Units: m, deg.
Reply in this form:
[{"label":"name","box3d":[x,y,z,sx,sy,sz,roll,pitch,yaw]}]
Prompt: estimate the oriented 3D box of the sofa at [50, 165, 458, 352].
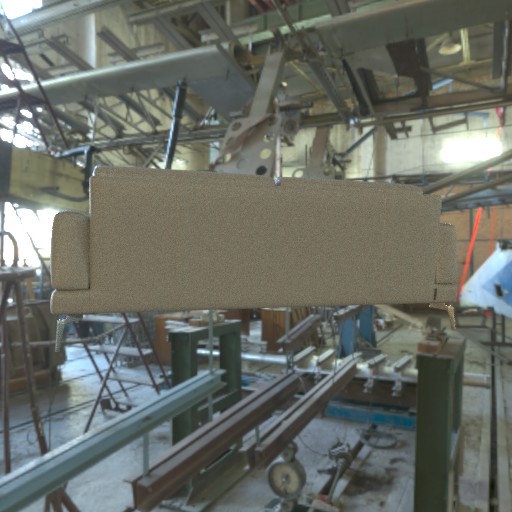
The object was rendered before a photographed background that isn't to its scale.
[{"label":"sofa","box3d":[0.000,0.000,2.388,1.940,0.765,0.974,0,-1,-17]}]
